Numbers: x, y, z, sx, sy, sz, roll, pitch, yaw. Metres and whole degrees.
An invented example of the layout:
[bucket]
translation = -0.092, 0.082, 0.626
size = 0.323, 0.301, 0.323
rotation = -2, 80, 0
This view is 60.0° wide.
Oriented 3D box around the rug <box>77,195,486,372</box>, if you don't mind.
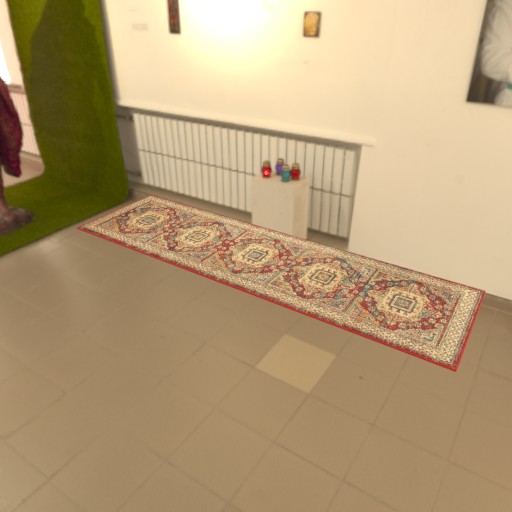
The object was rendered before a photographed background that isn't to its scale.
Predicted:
[rug]
translation = 0.000, 0.000, 2.503
size = 2.292, 0.015, 0.659
rotation = 18, 34, 28
